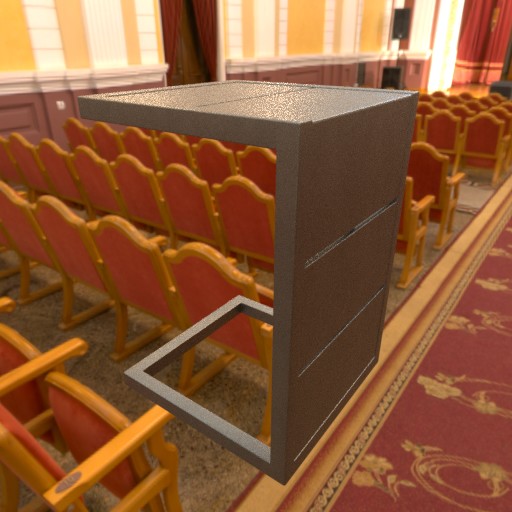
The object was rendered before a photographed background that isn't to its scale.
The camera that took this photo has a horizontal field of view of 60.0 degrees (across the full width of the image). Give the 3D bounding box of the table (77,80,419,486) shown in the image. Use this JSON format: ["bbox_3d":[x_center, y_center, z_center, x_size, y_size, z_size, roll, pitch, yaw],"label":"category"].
[{"bbox_3d":[0.000,0.000,0.882,0.420,0.609,0.405,18,31,32],"label":"table"}]
